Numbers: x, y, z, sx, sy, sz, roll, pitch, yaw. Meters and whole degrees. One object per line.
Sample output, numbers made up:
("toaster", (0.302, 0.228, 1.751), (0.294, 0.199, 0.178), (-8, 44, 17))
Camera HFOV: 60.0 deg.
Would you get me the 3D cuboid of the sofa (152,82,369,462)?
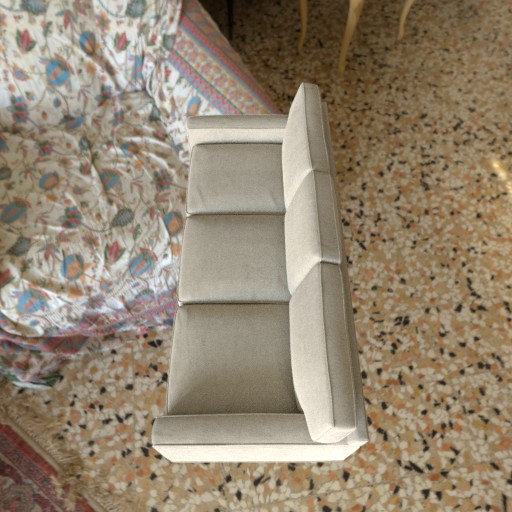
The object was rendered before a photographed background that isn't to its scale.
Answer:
("sofa", (0.000, 0.000, 2.565), (0.936, 0.862, 2.093), (0, 59, 0))
